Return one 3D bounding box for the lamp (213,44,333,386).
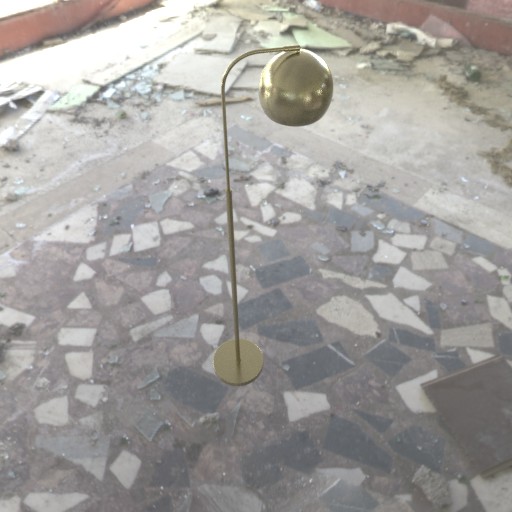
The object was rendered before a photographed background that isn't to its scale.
[{"bbox_3d":[0.000,0.000,1.676,0.431,1.526,0.250,-10,48,-9],"label":"lamp"}]
